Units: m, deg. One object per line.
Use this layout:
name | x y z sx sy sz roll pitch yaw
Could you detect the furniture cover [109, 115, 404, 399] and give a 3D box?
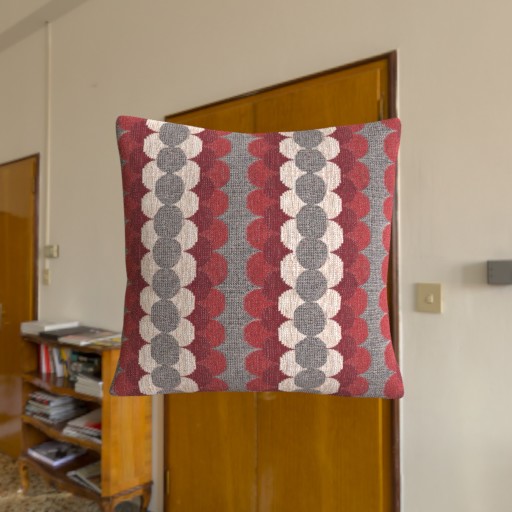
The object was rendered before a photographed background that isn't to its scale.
furniture cover | 0.000 0.000 0.658 0.435 0.420 0.145 0 -1 1
